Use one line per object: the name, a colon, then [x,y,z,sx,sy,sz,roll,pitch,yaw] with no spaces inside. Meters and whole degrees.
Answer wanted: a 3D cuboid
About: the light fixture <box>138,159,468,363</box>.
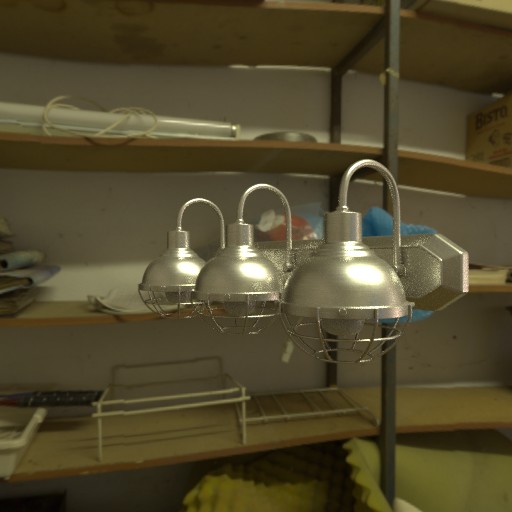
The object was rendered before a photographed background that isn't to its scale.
light fixture: [0.000,0.000,0.768,0.229,0.254,0.634,0,0,-35]
